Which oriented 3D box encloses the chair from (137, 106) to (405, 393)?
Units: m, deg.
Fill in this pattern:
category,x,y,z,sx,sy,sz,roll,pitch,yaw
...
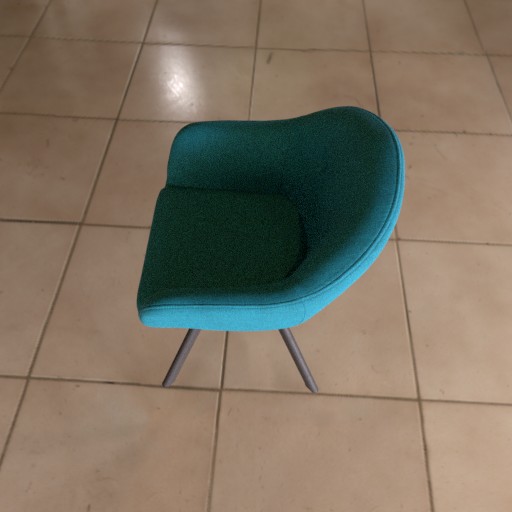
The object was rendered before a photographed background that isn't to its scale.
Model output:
category,x,y,z,sx,sy,sz,roll,pitch,yaw
chair,0.000,0.000,1.167,0.565,0.775,0.545,2,58,1
